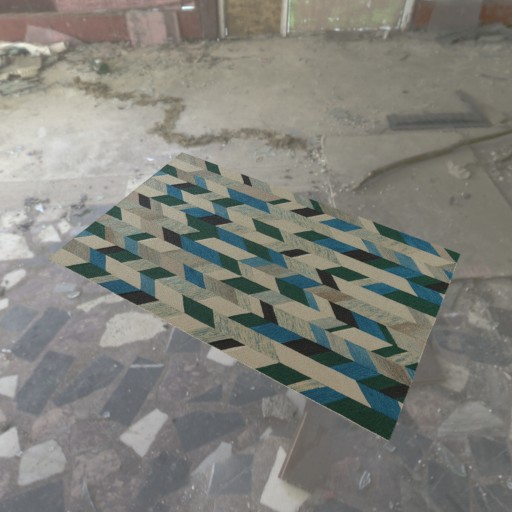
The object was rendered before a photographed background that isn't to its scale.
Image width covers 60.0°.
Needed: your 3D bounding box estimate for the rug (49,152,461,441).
[{"bbox_3d":[0.000,0.000,3.058,2.433,0.007,1.507,23,51,21],"label":"rug"}]
